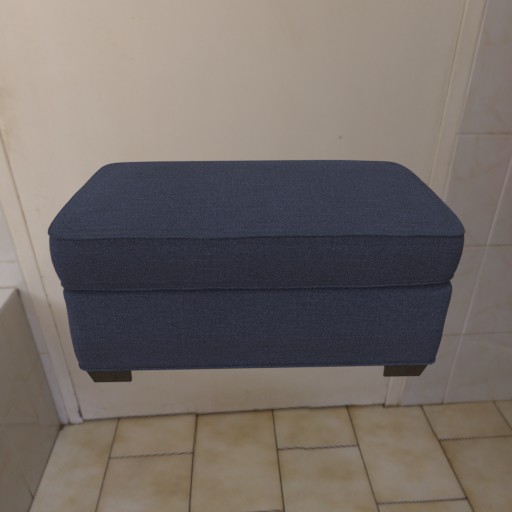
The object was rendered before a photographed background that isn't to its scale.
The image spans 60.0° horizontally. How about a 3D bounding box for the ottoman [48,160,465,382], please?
[{"bbox_3d":[0.000,0.000,1.198,0.895,0.453,0.505,-1,29,-1],"label":"ottoman"}]
